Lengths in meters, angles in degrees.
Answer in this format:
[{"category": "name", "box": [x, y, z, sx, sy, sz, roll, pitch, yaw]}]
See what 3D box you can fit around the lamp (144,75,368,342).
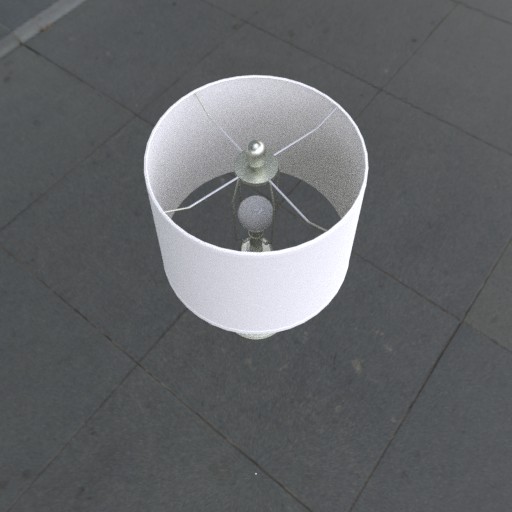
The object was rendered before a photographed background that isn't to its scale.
[{"category": "lamp", "box": [0.000, 0.000, 0.963, 0.383, 0.733, 0.383, 0, 64, 0]}]
